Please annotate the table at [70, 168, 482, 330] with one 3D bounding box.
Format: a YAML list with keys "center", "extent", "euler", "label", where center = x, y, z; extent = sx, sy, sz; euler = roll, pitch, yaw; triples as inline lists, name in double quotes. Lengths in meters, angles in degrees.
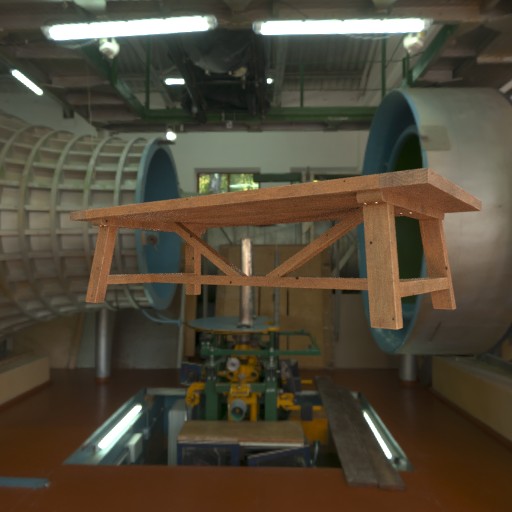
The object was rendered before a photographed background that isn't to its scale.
- center: [0.000, 0.000, 2.099]
  extent: [1.800, 0.465, 0.820]
  euler: [-1, -1, 36]
  label: "table"
